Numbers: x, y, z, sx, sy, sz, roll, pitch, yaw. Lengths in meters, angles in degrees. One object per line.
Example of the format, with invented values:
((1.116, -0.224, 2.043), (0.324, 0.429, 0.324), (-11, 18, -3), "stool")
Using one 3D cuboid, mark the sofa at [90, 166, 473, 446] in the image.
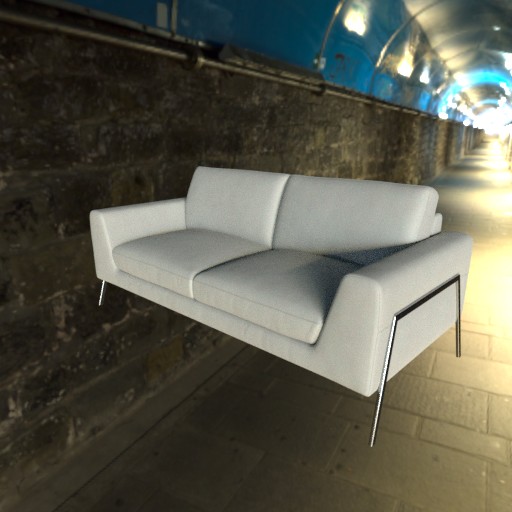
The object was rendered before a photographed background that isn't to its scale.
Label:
((0.000, 0.000, 2.493), (2.017, 0.875, 0.953), (14, 21, 41), "sofa")
